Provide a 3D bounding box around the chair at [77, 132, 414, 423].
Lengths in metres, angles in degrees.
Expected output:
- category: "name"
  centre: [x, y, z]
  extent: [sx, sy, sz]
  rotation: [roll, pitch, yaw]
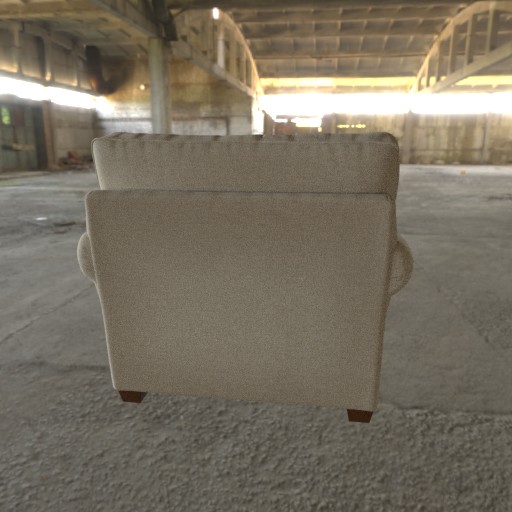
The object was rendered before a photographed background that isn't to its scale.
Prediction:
- category: "chair"
  centre: [0.000, 0.000, 1.802]
  extent: [1.092, 0.961, 0.965]
  rotation: [2, 14, 8]
